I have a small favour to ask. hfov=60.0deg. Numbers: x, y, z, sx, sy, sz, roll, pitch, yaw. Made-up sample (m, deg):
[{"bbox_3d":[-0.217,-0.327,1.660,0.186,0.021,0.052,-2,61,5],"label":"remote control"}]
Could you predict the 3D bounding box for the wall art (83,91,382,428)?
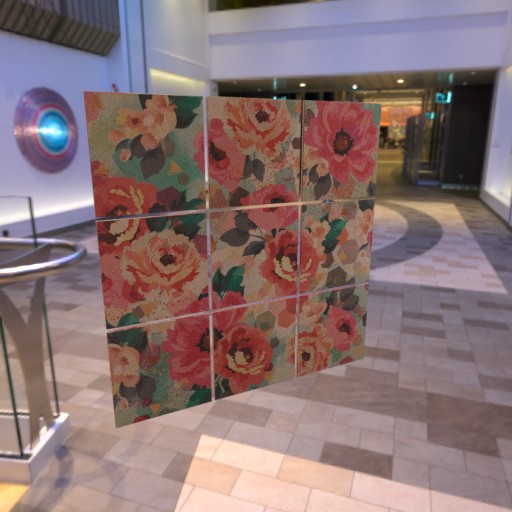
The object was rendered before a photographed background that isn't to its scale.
[{"bbox_3d":[0.000,0.000,1.816,1.216,1.220,0.013,-8,17,-26],"label":"wall art"}]
